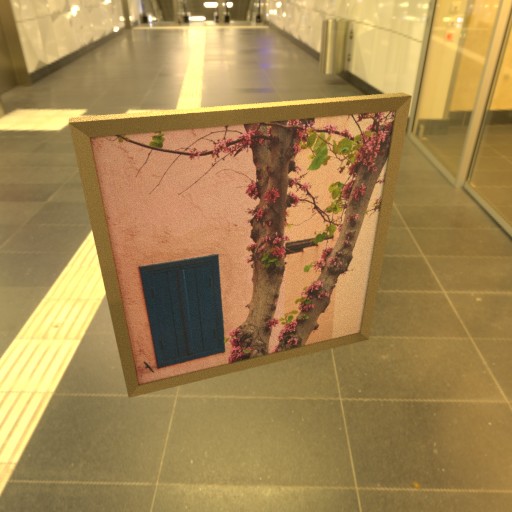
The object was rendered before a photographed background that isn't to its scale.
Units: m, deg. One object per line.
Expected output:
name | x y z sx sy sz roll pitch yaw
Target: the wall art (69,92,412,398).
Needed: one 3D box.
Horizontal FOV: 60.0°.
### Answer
wall art | 0.000 0.000 1.158 0.762 0.762 0.038 -10 33 -16
